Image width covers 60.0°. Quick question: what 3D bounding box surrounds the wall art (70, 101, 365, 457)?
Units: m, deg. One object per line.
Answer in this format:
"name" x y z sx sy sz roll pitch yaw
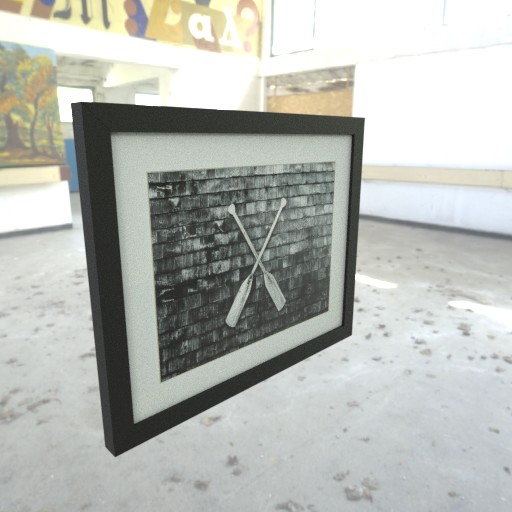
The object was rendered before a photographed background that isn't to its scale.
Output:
"wall art" 0.000 0.000 0.739 0.558 0.457 0.029 -14 20 -42
